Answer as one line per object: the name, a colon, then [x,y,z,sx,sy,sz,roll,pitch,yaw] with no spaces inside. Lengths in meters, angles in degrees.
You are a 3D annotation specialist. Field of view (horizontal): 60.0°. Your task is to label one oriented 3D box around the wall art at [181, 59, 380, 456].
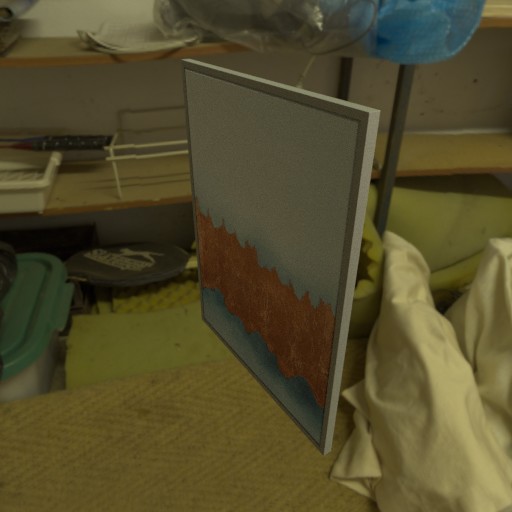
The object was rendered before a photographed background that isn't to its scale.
wall art: [0.000,0.000,1.382,0.034,1.042,0.789,-20,37,-29]
